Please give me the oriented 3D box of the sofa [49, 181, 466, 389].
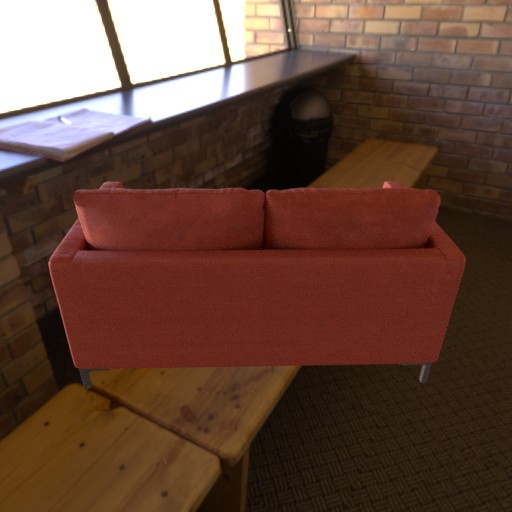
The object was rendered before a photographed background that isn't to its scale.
[{"bbox_3d":[0.000,0.000,2.111,1.574,0.896,0.864,-1,31,-2],"label":"sofa"}]
